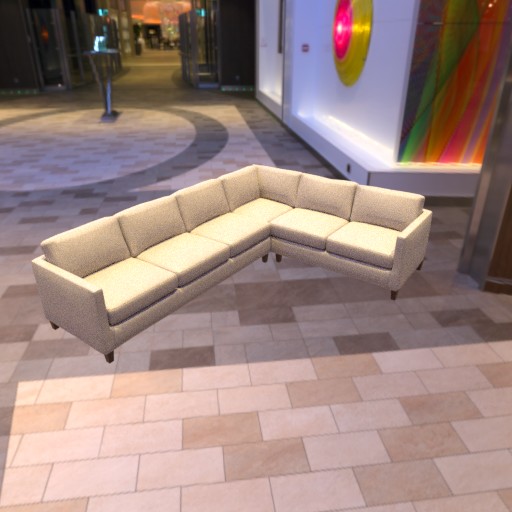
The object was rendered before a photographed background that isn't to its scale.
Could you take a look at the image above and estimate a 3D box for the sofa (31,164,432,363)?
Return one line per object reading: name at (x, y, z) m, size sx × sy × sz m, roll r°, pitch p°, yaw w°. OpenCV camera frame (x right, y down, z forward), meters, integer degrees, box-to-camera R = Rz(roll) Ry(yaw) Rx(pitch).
sofa at (0.000, 0.000, 4.483) m, size 2.522 × 0.934 × 3.333 m, roll 18°, pitch 32°, yaw 32°
